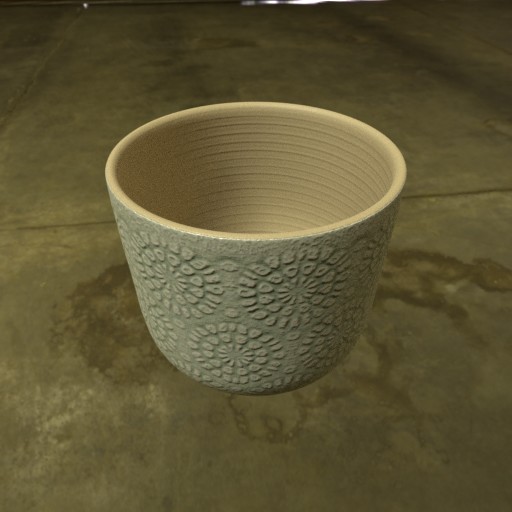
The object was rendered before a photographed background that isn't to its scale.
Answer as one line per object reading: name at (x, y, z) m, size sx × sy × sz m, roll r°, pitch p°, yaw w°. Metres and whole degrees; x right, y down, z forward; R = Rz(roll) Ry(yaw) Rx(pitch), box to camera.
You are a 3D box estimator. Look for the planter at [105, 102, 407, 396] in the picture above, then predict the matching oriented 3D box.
planter at (0.000, 0.000, 0.303) m, size 0.169 × 0.153 × 0.169 m, roll 0°, pitch 39°, yaw 0°
